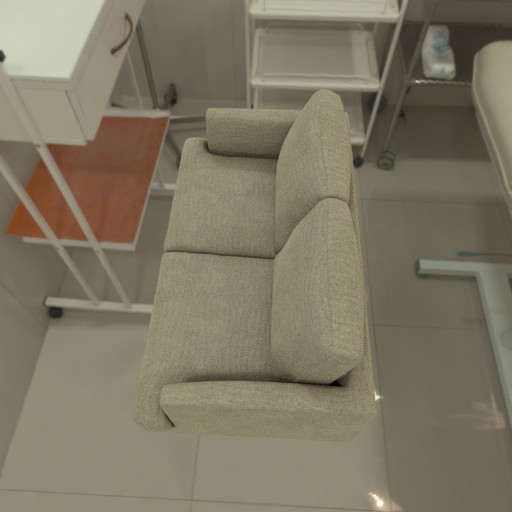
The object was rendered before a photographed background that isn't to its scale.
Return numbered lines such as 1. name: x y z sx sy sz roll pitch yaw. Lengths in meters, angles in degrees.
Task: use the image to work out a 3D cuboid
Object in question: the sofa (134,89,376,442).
1. sofa: 0.000 0.000 2.114 0.903 0.944 1.582 2 58 1
